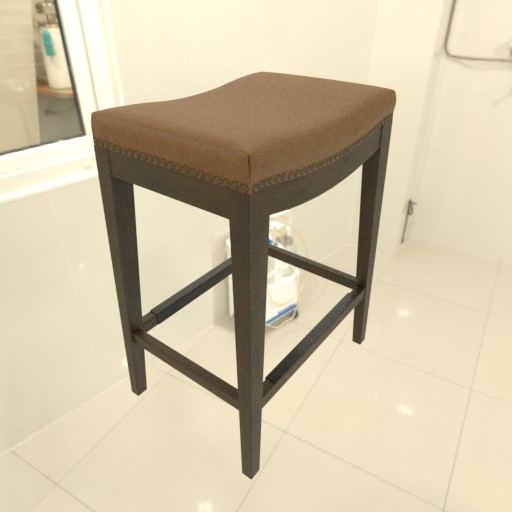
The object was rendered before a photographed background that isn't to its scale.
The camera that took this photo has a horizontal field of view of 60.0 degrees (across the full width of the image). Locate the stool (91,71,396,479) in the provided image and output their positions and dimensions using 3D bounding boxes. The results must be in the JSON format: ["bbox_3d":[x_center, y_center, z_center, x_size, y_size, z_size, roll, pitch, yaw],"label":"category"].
[{"bbox_3d":[0.000,0.000,0.954,0.361,0.660,0.500,22,39,31],"label":"stool"}]
